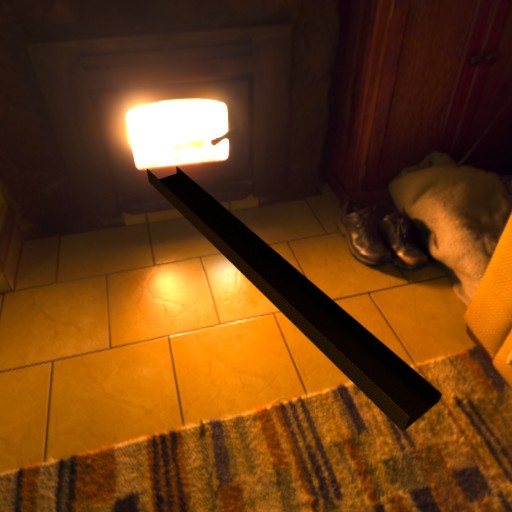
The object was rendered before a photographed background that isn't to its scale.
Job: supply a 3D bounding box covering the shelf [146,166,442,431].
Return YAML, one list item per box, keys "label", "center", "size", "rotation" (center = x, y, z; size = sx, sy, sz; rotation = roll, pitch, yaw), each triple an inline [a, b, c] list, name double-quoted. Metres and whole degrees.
- label: "shelf"
  center: [0.000, 0.000, 0.993]
  size: [0.092, 0.049, 0.924]
  rotation: [-25, 47, -26]
